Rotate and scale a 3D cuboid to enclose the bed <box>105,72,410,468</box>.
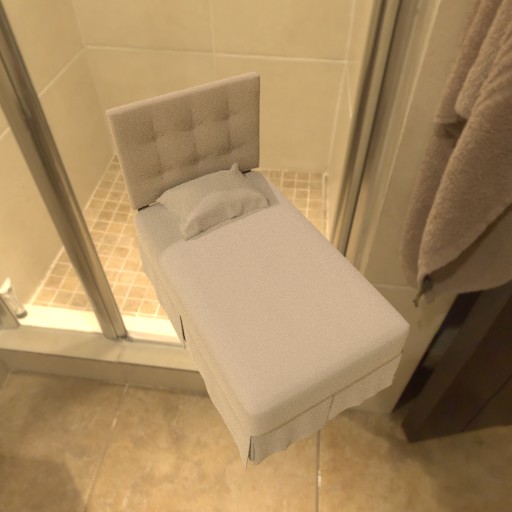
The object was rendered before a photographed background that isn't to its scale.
[{"bbox_3d":[0.000,0.000,3.056,1.261,1.571,1.997,-23,51,-20],"label":"bed"}]
